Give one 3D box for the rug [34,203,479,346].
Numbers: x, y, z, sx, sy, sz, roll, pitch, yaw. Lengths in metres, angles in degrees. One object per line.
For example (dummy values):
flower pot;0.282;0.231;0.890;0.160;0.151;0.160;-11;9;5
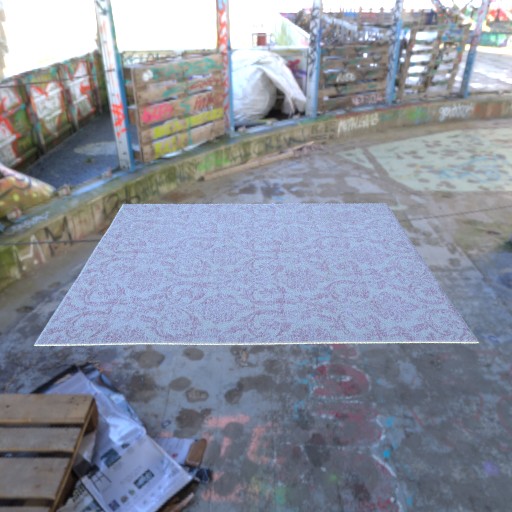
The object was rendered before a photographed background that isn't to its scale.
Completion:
rug;0.000;0.000;3.988;2.980;0.012;2.363;0;30;0
